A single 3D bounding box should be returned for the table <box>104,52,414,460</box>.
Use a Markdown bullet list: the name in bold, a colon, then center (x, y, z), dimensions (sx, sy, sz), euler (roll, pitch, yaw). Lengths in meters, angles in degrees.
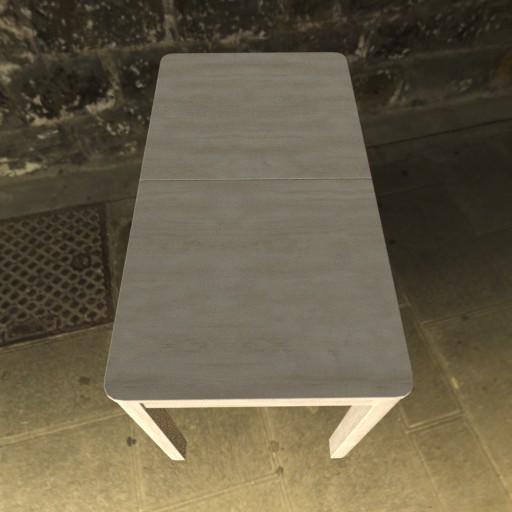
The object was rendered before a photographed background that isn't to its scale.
- **table**: center (0.000, 0.000, 1.805), dimensions (0.750, 0.900, 1.400), euler (-1, 57, 0)
